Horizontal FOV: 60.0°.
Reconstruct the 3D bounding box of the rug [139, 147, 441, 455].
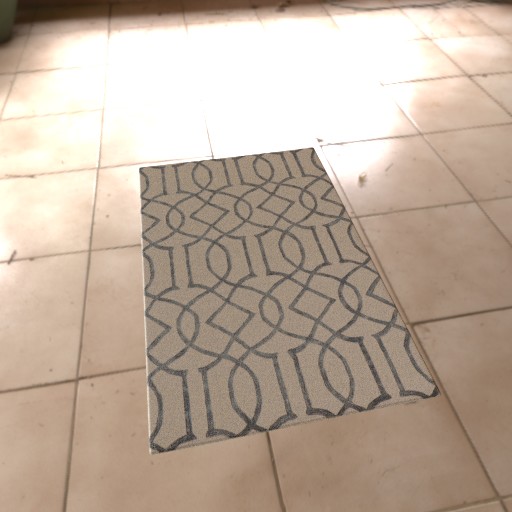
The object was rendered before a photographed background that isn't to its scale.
[{"bbox_3d":[0.000,0.000,3.021,1.521,0.017,2.365,-8,48,-8],"label":"rug"}]
